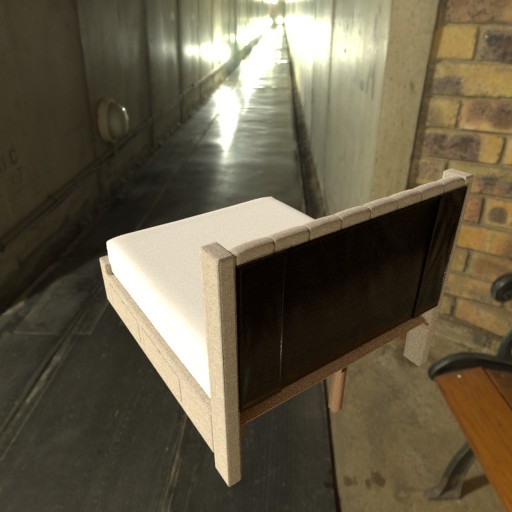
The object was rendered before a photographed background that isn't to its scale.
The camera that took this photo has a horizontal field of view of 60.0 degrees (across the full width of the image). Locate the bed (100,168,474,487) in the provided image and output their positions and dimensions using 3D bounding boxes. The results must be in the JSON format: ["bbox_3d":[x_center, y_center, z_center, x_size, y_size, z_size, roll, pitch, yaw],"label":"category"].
[{"bbox_3d":[0.000,0.000,3.801,2.044,1.748,2.372,-19,35,-29],"label":"bed"}]
